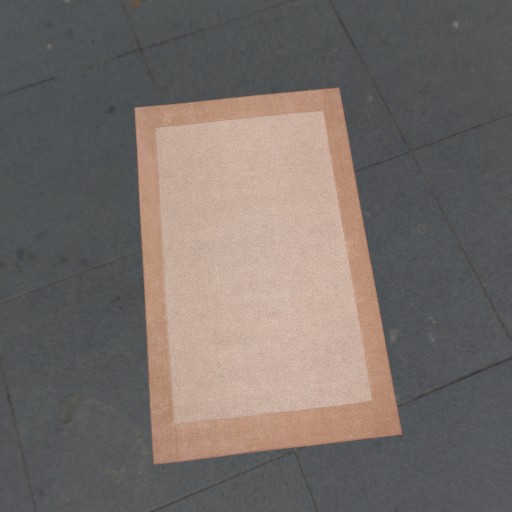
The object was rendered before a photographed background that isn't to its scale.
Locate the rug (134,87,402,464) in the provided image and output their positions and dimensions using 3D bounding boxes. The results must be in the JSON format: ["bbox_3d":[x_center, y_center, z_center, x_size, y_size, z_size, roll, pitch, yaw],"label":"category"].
[{"bbox_3d":[0.000,0.000,2.986,1.524,0.014,2.438,-6,76,-2],"label":"rug"}]
